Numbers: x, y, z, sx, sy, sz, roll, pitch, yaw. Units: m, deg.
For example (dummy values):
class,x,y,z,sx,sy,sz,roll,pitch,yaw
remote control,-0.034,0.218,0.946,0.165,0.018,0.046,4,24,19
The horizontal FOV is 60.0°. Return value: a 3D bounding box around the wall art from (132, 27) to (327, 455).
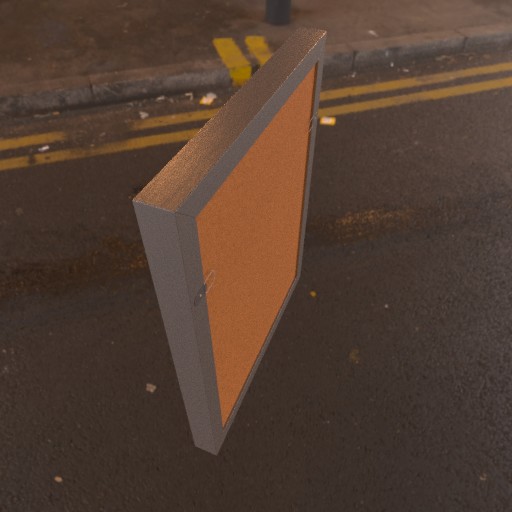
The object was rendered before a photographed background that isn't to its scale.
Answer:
class,x,y,z,sx,sy,sz,roll,pitch,yaw
wall art,0.000,0.000,0.494,0.030,0.379,0.308,17,48,16
